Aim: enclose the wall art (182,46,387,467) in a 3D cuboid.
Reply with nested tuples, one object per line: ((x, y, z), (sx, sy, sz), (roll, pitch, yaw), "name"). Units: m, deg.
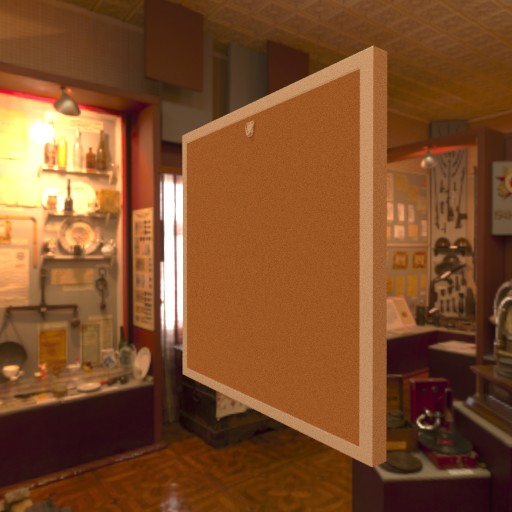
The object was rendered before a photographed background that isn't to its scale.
((0.000, 0.000, 1.116), (0.050, 0.762, 0.761), (0, 1, -36), "wall art")
